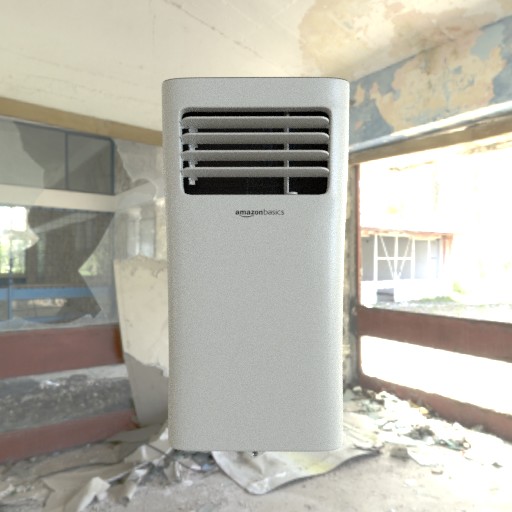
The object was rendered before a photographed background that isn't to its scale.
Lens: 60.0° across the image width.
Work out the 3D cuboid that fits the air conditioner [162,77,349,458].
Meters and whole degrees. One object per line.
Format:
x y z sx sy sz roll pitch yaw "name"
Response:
0.000 0.000 0.941 0.352 0.716 0.369 0 -1 1 "air conditioner"
